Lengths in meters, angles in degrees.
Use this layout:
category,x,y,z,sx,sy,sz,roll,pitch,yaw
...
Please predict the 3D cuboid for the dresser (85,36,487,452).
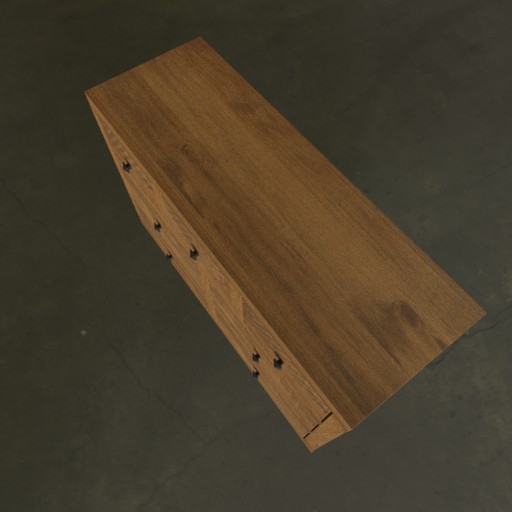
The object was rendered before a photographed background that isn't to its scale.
category,x,y,z,sx,sy,sz,roll,pitch,yaw
dresser,0.000,0.000,1.607,0.479,0.825,1.261,-34,68,-16
